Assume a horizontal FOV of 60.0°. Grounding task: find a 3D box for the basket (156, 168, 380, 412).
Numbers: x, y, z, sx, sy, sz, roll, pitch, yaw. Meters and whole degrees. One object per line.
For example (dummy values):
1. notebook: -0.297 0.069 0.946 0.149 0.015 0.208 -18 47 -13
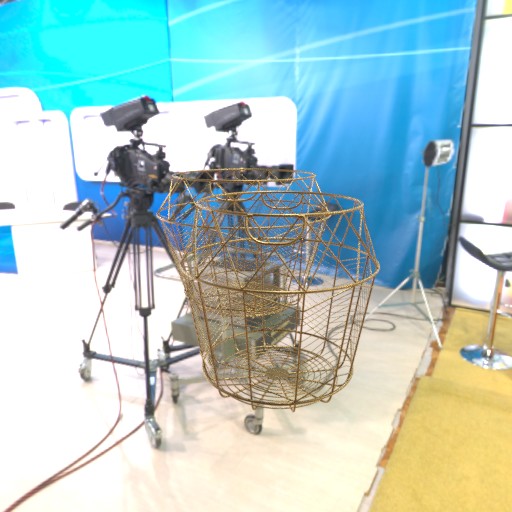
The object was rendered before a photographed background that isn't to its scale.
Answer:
1. basket: 0.000 0.000 1.011 0.451 0.343 0.805 -3 15 -9
